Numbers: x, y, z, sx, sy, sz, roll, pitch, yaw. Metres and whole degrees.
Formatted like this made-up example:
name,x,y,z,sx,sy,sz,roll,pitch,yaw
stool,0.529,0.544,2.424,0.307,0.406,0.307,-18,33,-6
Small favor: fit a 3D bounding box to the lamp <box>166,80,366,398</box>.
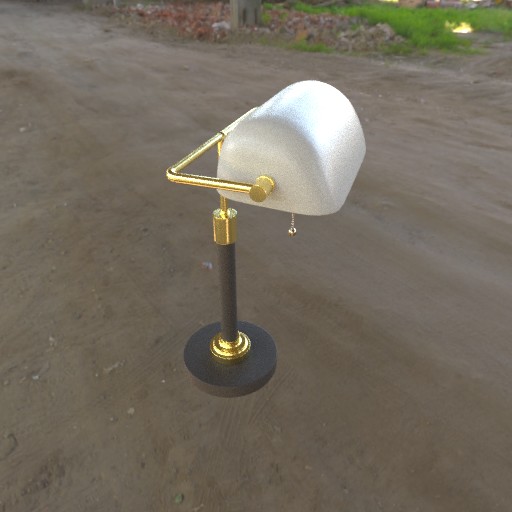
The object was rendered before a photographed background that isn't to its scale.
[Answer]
name,x,y,z,sx,sy,sz,roll,pitch,yaw
lamp,0.000,0.000,0.570,0.227,0.404,0.269,11,34,16
